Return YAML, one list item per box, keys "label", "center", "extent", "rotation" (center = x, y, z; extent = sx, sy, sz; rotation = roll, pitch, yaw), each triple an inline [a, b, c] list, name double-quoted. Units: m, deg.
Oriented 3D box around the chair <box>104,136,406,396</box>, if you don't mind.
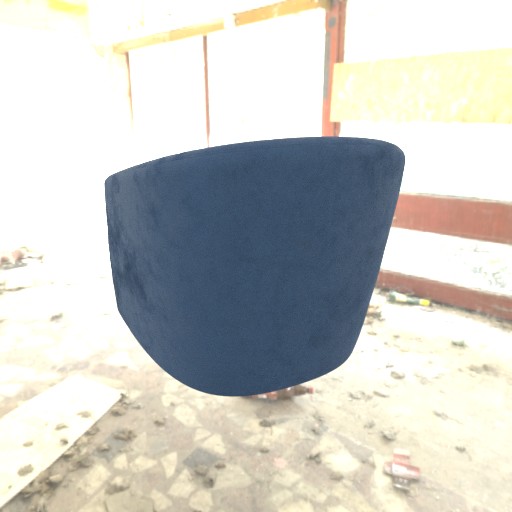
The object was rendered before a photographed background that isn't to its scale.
- label: "chair"
  center: [0.000, 0.000, 1.332]
  extent: [0.773, 0.698, 0.767]
  rotation: [-8, 17, -26]
